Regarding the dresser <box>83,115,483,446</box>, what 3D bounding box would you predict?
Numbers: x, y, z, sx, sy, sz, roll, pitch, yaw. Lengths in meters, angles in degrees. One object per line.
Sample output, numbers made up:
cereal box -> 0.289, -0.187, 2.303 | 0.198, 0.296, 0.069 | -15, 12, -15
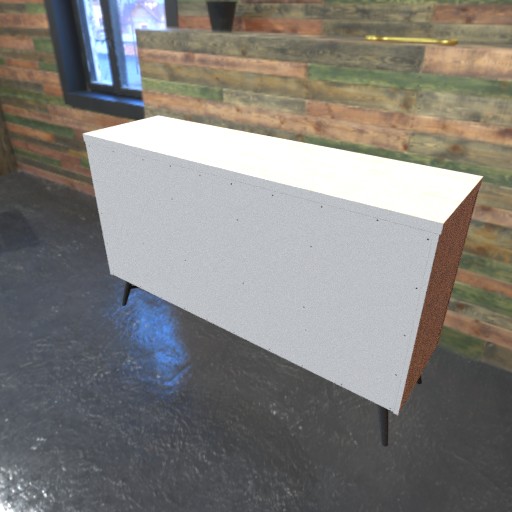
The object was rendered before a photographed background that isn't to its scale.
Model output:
dresser -> 0.000, 0.000, 1.911 | 1.524, 0.914, 0.457 | 20, 35, 31
